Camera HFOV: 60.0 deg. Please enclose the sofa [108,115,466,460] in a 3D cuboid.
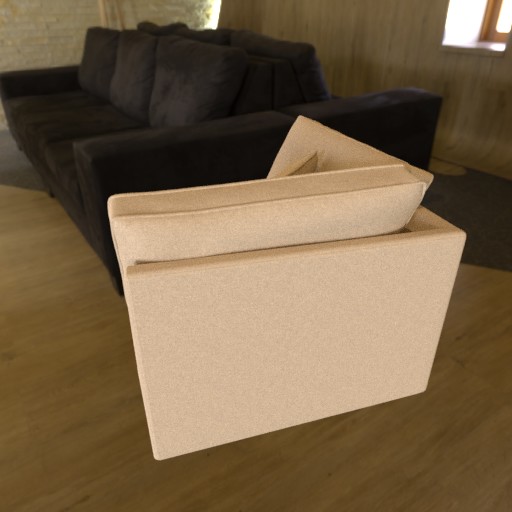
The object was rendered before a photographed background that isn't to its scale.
[{"bbox_3d":[0.000,0.000,1.793,1.042,0.937,1.050,-9,31,-15],"label":"sofa"}]
